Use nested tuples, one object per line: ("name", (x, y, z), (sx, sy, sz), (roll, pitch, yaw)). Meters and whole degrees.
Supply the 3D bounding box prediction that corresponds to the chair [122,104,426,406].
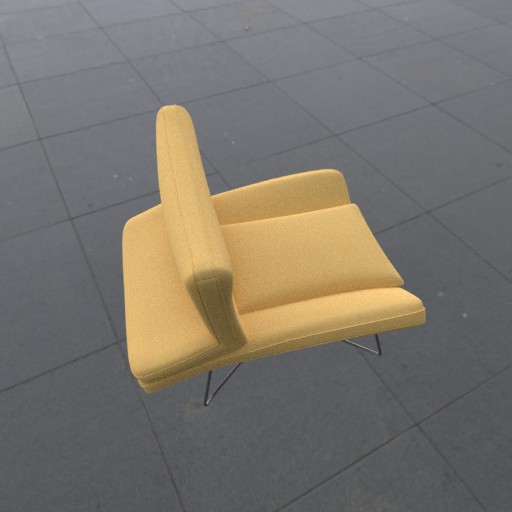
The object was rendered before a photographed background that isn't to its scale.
("chair", (0.000, 0.000, 1.667), (1.008, 0.855, 0.859), (-10, 48, -9))
